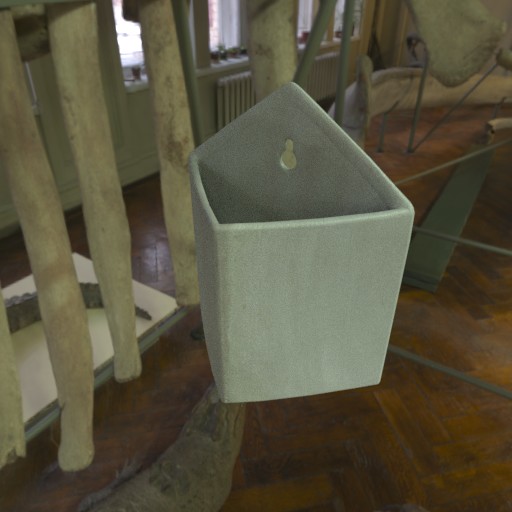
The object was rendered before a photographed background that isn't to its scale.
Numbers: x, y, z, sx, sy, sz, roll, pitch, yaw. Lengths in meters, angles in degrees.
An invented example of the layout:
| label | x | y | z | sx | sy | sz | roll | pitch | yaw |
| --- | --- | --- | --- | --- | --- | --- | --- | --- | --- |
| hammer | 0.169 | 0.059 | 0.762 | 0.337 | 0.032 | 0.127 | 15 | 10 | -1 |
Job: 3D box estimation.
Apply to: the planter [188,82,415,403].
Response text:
| label | x | y | z | sx | sy | sz | roll | pitch | yaw |
| --- | --- | --- | --- | --- | --- | --- | --- | --- | --- |
| planter | 0.000 | 0.000 | 0.276 | 0.163 | 0.194 | 0.080 | 19 | 37 | 28 |
